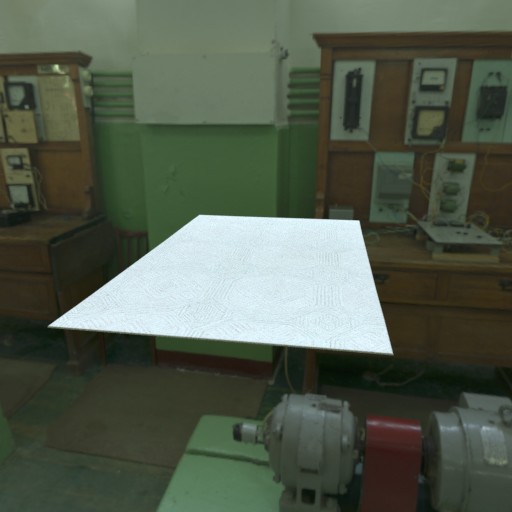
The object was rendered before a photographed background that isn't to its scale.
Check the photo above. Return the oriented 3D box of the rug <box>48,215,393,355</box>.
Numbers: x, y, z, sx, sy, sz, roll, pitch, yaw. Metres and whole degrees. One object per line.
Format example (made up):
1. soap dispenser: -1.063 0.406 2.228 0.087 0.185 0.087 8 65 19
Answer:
1. rug: 0.000 0.000 3.048 1.524 0.008 2.440 3 18 9
